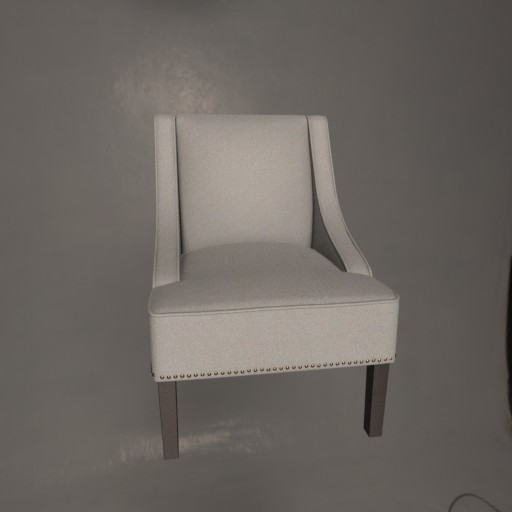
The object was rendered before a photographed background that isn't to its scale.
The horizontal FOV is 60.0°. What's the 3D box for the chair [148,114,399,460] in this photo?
[{"bbox_3d":[0.000,0.000,1.380,0.631,0.867,0.747,-2,15,-9],"label":"chair"}]
